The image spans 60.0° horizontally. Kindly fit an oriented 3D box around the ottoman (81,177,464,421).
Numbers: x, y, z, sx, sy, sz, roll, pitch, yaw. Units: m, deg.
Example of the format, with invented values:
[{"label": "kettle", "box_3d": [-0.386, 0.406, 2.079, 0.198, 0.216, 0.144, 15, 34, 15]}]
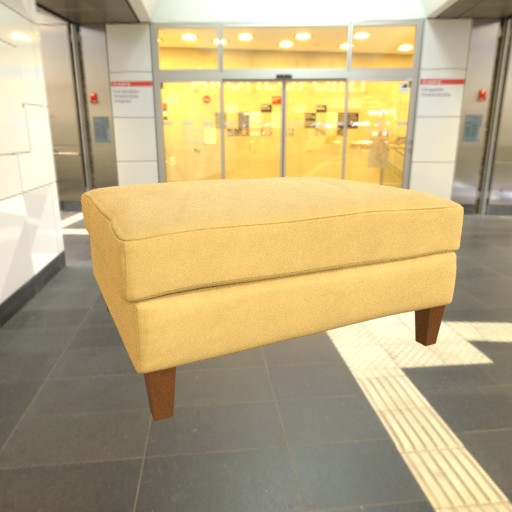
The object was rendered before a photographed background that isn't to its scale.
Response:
[{"label": "ottoman", "box_3d": [0.000, 0.000, 1.477, 1.002, 0.492, 0.836, -7, 17, -25]}]
